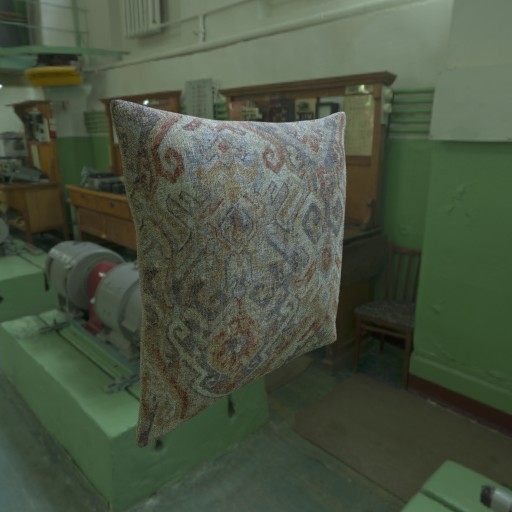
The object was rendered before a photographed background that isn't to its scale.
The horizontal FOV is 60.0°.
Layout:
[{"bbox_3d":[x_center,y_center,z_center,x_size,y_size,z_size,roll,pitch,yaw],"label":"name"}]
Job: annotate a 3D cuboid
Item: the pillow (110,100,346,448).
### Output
[{"bbox_3d":[0.000,0.000,0.791,0.166,0.506,0.523,15,21,43],"label":"pillow"}]
